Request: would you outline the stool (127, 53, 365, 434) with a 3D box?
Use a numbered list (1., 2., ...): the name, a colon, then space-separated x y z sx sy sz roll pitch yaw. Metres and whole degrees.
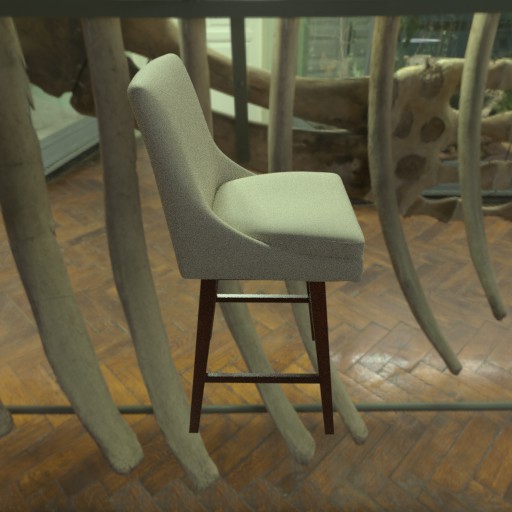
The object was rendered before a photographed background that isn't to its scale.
1. stool: 0.000 0.000 1.363 0.559 1.097 0.470 0 32 0
